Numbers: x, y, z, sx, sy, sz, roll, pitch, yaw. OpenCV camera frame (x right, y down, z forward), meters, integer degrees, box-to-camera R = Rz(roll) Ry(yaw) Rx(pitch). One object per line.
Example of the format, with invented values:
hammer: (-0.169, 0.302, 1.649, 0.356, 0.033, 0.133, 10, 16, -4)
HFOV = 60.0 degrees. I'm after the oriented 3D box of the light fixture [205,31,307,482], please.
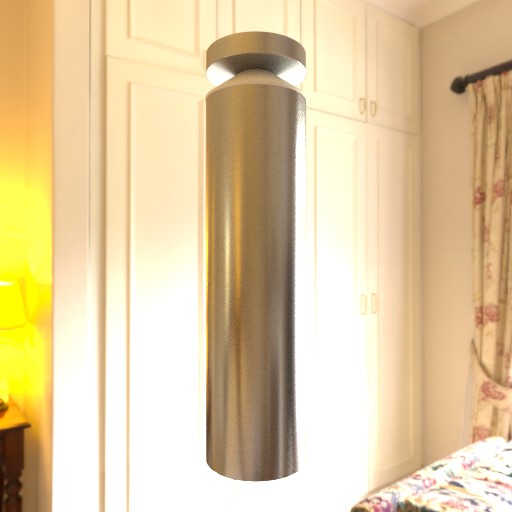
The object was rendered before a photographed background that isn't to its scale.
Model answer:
light fixture: (0.000, 0.000, 0.443, 0.102, 0.400, 0.102, 0, 0, 17)
